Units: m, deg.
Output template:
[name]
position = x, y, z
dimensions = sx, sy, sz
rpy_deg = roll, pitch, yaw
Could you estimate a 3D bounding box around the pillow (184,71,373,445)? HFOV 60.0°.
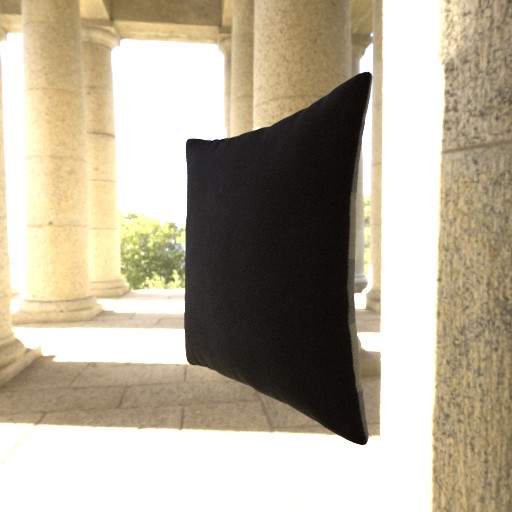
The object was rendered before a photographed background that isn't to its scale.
[pillow]
position = 0.000, 0.000, 0.801
dimensions = 0.161, 0.509, 0.511
rpy_deg = -2, 3, -36
